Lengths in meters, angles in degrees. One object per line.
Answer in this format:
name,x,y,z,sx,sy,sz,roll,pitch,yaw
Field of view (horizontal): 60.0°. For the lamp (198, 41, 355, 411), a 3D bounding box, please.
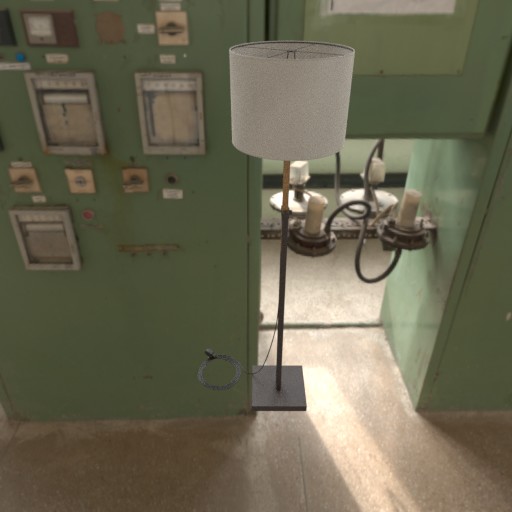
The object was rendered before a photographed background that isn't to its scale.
lamp,0.000,0.000,1.921,0.639,1.650,0.474,0,33,0
